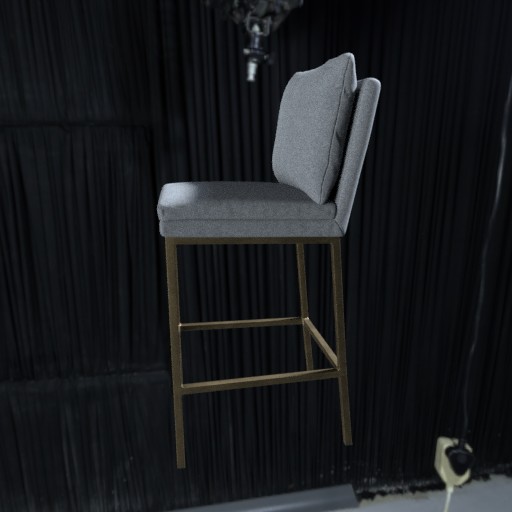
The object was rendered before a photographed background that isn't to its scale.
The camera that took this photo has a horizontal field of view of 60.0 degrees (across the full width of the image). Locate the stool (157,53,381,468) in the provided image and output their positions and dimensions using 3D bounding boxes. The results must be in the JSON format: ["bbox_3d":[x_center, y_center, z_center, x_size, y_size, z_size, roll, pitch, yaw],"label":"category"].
[{"bbox_3d":[0.000,0.000,1.390,0.569,1.130,0.463,-3,15,-10],"label":"stool"}]
